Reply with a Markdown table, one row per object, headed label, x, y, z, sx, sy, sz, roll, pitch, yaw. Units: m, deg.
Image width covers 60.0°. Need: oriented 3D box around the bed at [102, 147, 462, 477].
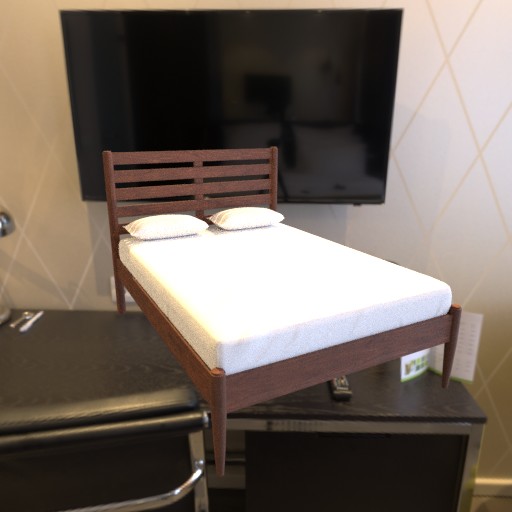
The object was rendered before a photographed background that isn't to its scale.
| label | x | y | z | sx | sy | sz | roll | pitch | yaw |
| --- | --- | --- | --- | --- | --- | --- | --- | --- | --- |
| bed | 0.000 | 0.000 | 2.965 | 1.509 | 1.304 | 2.093 | -9 | 18 | -27 |
